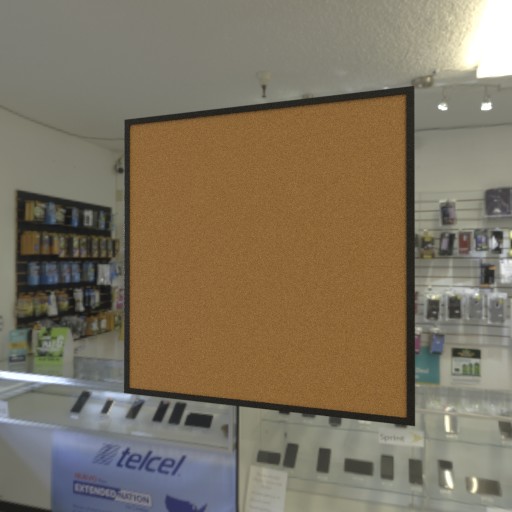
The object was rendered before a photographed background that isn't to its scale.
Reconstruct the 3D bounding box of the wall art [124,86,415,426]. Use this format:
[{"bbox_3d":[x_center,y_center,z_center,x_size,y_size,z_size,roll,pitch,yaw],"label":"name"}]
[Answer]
[{"bbox_3d":[0.000,0.000,1.131,0.763,0.763,0.039,0,0,19],"label":"wall art"}]
